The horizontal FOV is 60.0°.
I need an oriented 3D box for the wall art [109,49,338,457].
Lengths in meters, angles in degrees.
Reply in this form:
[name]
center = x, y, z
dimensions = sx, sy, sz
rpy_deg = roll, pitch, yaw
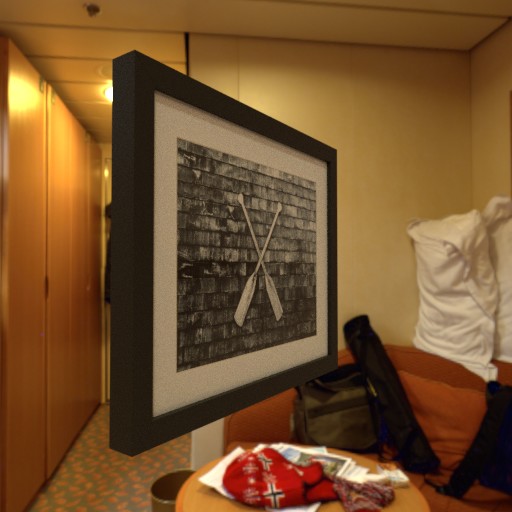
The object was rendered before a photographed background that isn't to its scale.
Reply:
[wall art]
center = 0.000, 0.000, 0.521
dimensions = 0.029, 0.330, 0.381
rpy_deg = -1, -2, 36
